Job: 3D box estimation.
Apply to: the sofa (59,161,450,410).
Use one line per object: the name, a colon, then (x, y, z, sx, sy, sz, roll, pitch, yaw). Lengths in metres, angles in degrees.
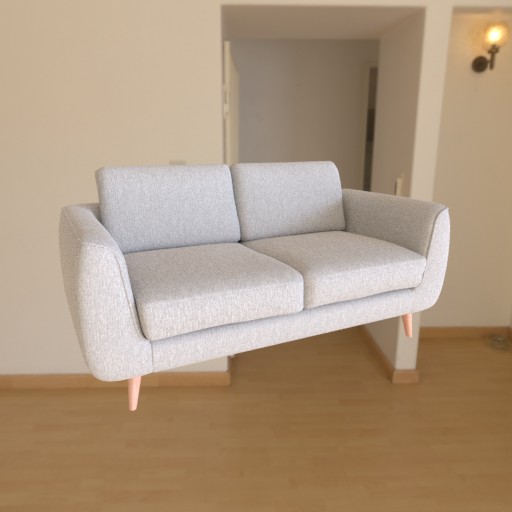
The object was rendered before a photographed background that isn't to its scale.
sofa: (0.000, 0.000, 2.137, 1.700, 0.850, 0.920, -7, 16, -26)
